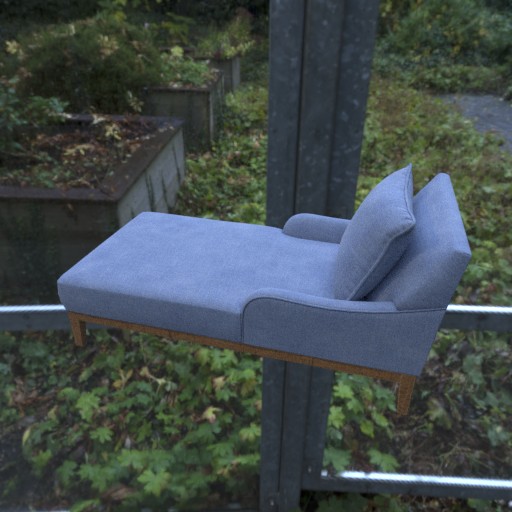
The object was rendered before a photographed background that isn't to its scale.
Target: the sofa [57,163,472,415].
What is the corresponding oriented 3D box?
[{"bbox_3d":[0.000,0.000,2.266,1.779,0.883,0.904,8,30,14],"label":"sofa"}]
